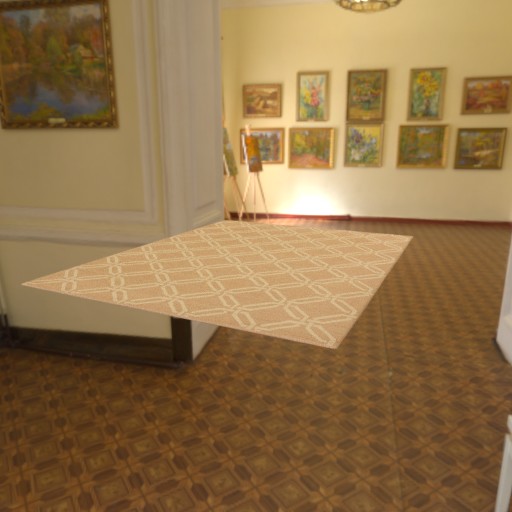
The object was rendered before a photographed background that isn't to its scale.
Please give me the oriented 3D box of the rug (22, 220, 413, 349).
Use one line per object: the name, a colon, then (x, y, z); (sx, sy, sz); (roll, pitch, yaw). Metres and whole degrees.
rug: (0.000, 0.000, 3.908); (2.288, 0.018, 2.895); (7, 16, 25)
